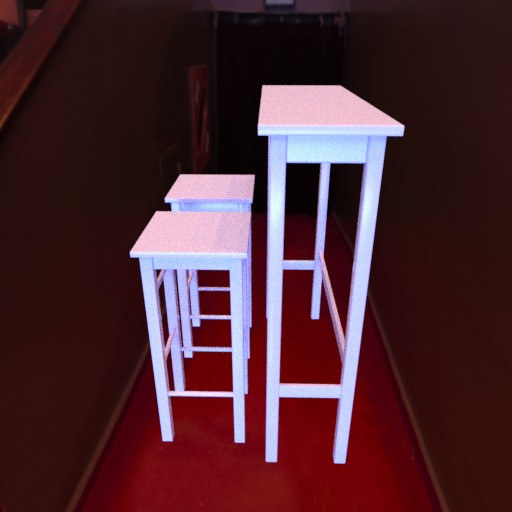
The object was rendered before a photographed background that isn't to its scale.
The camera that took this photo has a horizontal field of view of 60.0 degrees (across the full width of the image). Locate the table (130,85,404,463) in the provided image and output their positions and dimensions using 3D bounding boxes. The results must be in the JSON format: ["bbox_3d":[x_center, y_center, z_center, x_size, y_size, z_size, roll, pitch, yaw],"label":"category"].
[{"bbox_3d":[0.000,0.000,1.586,0.650,1.065,0.915,1,26,1],"label":"table"}]
